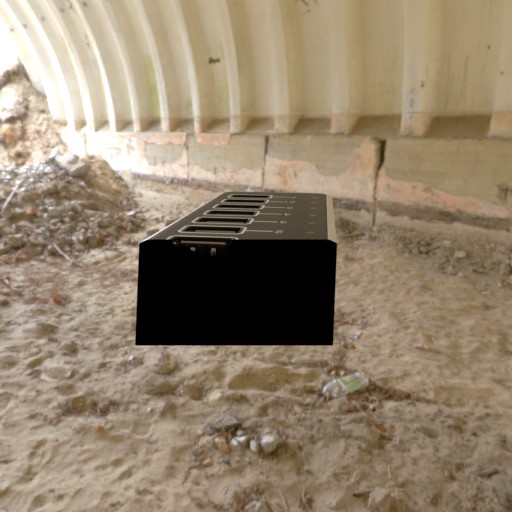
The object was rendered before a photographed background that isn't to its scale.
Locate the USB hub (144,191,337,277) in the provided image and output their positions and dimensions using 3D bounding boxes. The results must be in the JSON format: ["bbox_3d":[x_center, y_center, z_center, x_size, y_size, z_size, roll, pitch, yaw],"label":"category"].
[{"bbox_3d":[0.000,0.000,0.129,0.044,0.023,0.110,2,16,8],"label":"USB hub"}]
